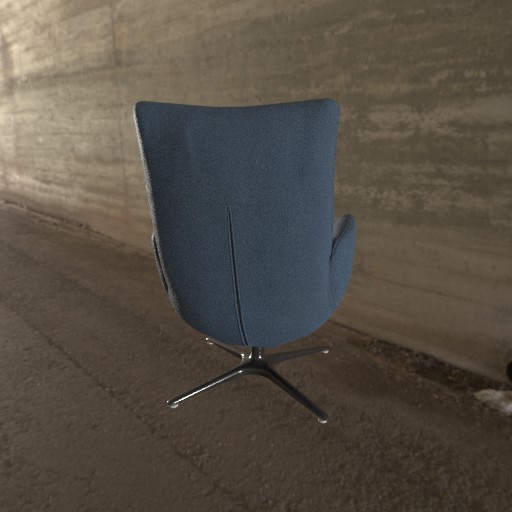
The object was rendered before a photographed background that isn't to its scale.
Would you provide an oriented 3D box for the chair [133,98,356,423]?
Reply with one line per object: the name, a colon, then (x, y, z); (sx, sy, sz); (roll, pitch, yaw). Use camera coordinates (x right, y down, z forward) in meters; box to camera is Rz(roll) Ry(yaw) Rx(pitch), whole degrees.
chair: (0.000, 0.000, 1.610); (0.711, 1.016, 0.889); (2, 15, 9)
